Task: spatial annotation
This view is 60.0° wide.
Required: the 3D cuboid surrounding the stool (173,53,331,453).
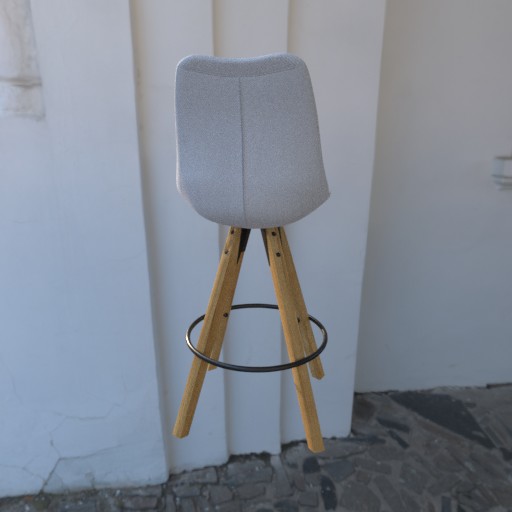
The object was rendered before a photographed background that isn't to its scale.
[{"bbox_3d":[0.000,0.000,1.407,0.484,1.115,0.550,3,18,8],"label":"stool"}]
